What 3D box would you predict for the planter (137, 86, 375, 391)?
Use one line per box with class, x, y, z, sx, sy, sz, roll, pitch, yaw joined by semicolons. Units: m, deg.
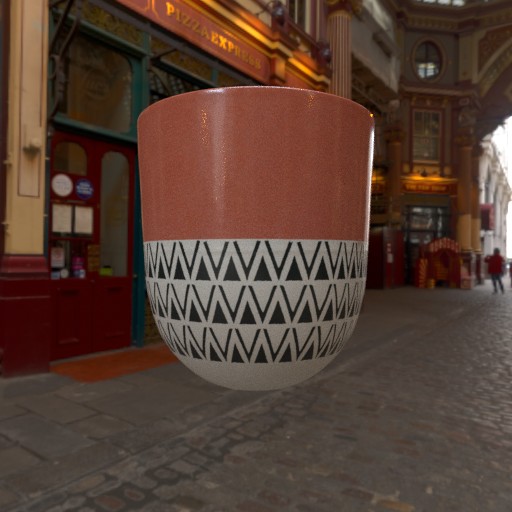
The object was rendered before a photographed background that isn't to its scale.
planter;0.000;0.000;0.376;0.195;0.214;0.195;0;0;0
